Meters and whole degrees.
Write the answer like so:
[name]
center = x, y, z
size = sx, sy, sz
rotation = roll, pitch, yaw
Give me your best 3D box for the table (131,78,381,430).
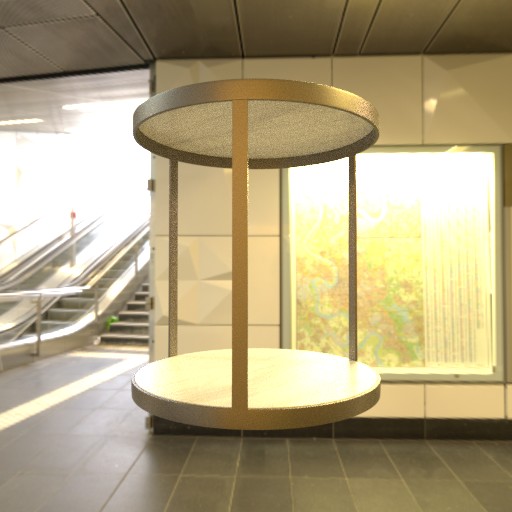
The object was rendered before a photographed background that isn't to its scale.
[table]
center = 0.000, 0.000, 0.825
size = 0.445, 0.479, 0.445
rotation = 0, -1, 0
